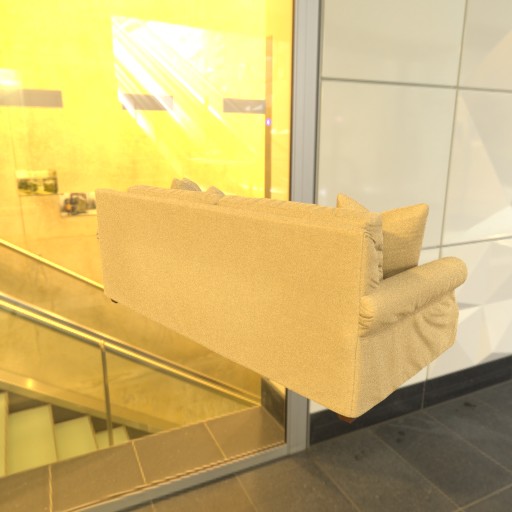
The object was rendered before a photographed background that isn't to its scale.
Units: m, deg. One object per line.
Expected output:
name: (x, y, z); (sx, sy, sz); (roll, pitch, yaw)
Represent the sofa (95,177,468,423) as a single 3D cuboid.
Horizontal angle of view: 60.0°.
sofa: (0.000, 0.000, 2.779); (1.067, 0.904, 2.285); (-14, 20, -43)
